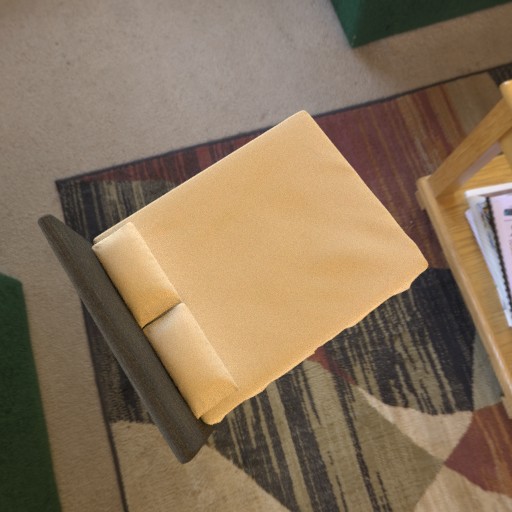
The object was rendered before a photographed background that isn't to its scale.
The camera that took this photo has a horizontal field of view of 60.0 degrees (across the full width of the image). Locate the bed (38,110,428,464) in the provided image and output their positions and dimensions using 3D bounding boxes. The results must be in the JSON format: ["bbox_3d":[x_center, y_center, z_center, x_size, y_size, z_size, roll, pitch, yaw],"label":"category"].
[{"bbox_3d":[0.000,0.000,3.247,2.142,1.330,1.723,-34,78,-8],"label":"bed"}]
